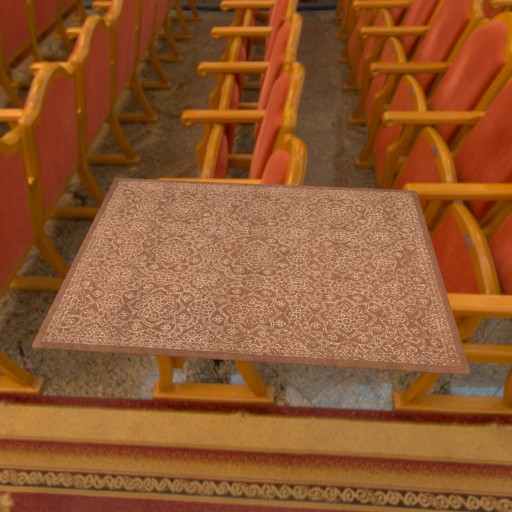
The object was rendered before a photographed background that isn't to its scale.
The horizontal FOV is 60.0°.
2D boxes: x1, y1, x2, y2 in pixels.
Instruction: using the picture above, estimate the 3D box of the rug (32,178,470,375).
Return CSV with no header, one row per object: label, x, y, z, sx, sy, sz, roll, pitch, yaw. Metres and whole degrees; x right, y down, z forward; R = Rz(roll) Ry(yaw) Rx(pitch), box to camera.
rug,0.000,0.000,2.827,2.286,0.011,1.524,3,46,3
